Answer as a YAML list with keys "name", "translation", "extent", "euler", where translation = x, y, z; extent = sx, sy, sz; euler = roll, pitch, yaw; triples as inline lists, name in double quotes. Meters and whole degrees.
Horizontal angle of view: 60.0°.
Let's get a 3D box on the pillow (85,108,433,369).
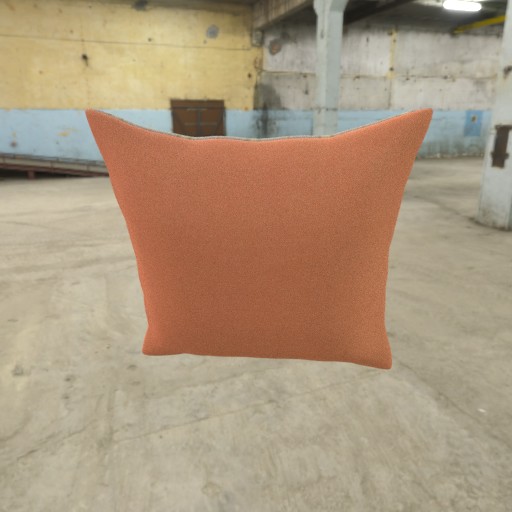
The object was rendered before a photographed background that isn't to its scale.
- name: "pillow"
  translation: [0.000, 0.000, 0.683]
  extent: [0.453, 0.430, 0.200]
  euler: [3, 16, 9]
